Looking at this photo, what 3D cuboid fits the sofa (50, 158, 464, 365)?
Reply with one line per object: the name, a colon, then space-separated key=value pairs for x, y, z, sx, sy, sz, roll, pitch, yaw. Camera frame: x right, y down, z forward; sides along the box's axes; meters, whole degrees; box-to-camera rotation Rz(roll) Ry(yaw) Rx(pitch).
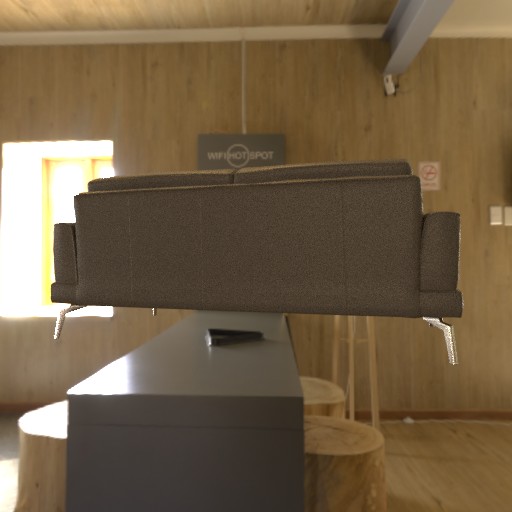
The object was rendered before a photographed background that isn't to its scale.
sofa: x=0.000 y=0.000 z=2.679 sx=2.177 sy=0.930 sz=1.121 roll=0 pitch=0 yaw=17
